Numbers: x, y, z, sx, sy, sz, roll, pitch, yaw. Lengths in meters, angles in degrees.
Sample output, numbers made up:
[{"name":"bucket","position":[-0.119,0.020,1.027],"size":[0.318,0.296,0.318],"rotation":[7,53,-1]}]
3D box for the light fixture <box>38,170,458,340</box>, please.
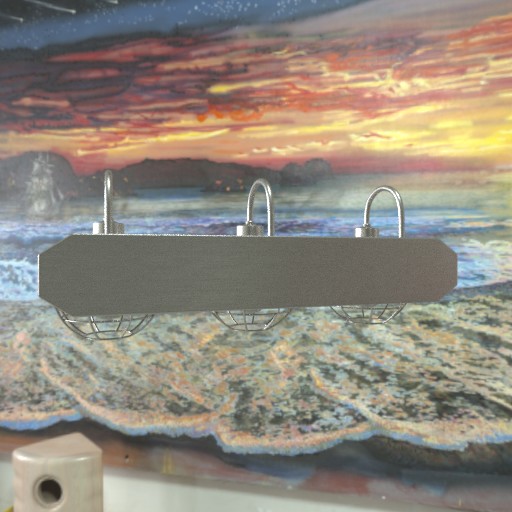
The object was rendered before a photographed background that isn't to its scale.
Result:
[{"name":"light fixture","position":[0.000,0.000,0.746],"size":[0.634,0.254,0.229],"rotation":[0,0,-18]}]
